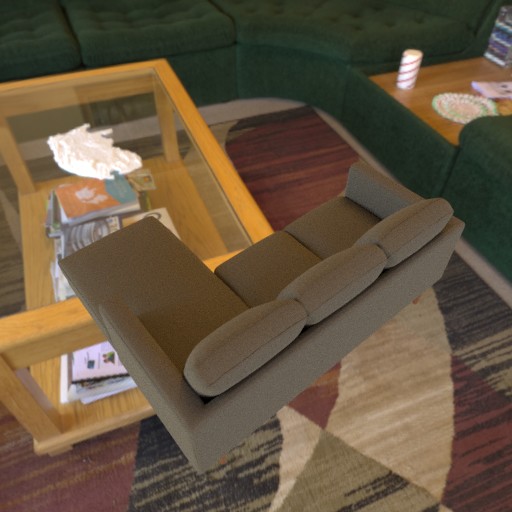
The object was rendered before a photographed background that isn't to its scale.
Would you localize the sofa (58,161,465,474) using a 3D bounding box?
[{"bbox_3d":[0.000,0.000,2.863,2.031,0.897,1.591,-31,54,-26],"label":"sofa"}]
